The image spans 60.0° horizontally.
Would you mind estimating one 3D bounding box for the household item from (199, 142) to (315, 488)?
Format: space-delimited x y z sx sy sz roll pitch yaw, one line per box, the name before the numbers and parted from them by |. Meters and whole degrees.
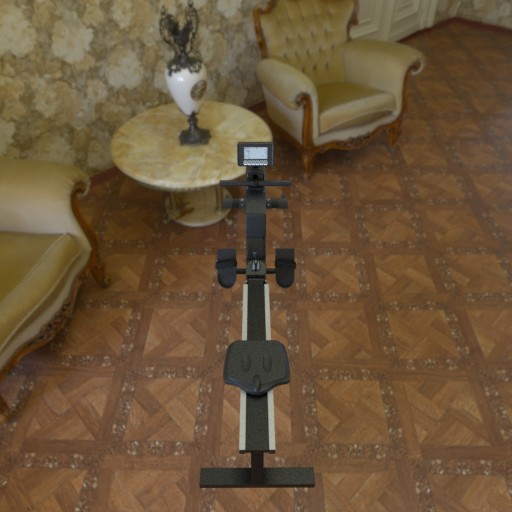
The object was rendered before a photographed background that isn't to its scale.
household item | 0.000 0.000 2.573 0.521 0.810 2.251 0 43 0
